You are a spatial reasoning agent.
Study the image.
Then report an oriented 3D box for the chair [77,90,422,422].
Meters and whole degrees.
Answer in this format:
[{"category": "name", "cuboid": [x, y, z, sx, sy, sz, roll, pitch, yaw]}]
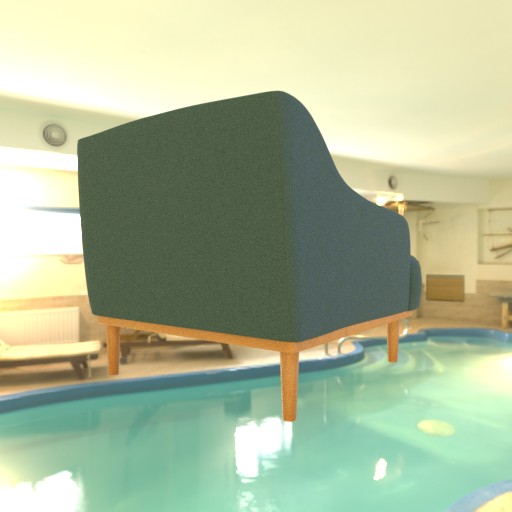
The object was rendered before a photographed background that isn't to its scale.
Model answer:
[{"category": "chair", "cuboid": [0.000, 0.000, 1.612, 0.946, 0.818, 0.951, 0, 1, 35]}]
